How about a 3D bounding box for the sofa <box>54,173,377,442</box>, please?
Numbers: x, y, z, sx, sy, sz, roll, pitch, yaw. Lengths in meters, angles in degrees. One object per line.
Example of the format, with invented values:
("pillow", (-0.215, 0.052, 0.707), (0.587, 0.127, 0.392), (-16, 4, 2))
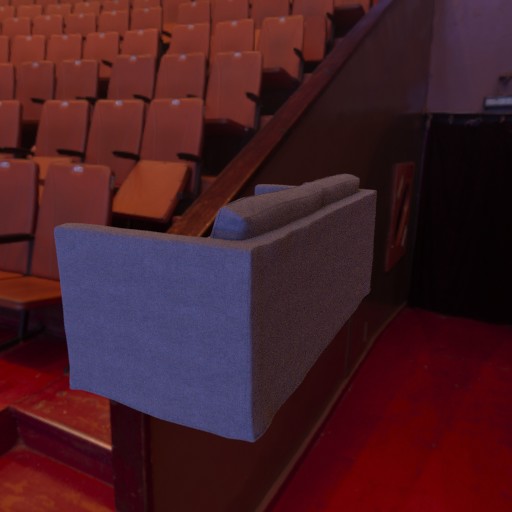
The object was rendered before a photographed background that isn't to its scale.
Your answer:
("sofa", (0.000, 0.000, 2.527), (0.953, 0.855, 1.982), (7, 16, 25))
